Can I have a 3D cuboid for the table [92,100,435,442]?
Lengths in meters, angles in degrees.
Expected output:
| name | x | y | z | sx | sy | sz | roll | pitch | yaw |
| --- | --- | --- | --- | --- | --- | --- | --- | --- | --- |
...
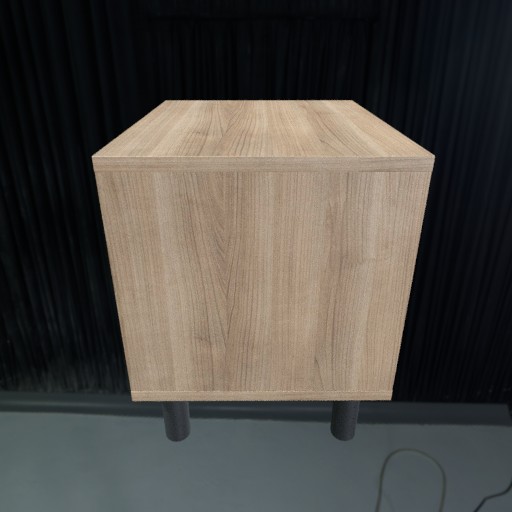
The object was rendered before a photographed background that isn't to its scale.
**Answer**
| name | x | y | z | sx | sy | sz | roll | pitch | yaw |
| --- | --- | --- | --- | --- | --- | --- | --- | --- | --- |
| table | 0.000 | 0.000 | 0.773 | 0.380 | 0.460 | 0.445 | 0 | 27 | 0 |
